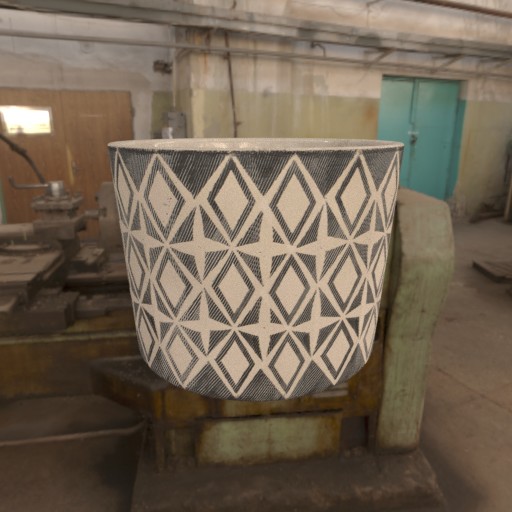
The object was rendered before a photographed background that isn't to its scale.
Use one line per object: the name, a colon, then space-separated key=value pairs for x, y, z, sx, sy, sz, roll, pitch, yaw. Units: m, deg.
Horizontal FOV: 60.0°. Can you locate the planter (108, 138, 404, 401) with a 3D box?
planter: x=0.000 y=0.000 z=0.438 sx=0.260 sy=0.220 sz=0.260 roll=0 pitch=16 yaw=0
